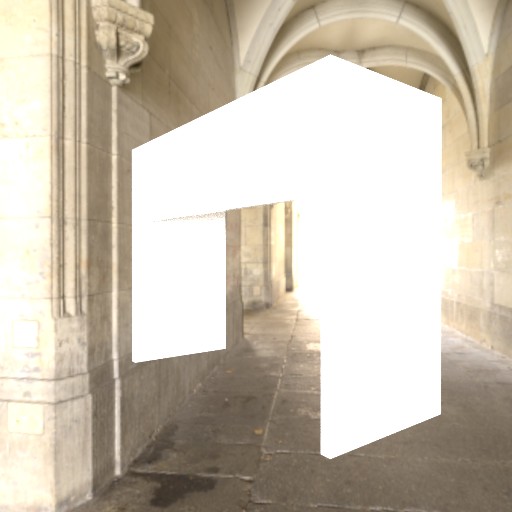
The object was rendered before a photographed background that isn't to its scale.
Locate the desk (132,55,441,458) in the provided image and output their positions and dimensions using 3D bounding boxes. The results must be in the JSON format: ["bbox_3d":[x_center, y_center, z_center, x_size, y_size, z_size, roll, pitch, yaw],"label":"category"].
[{"bbox_3d":[0.000,0.000,1.385,0.400,0.790,1.000,0,0,-37],"label":"desk"}]
